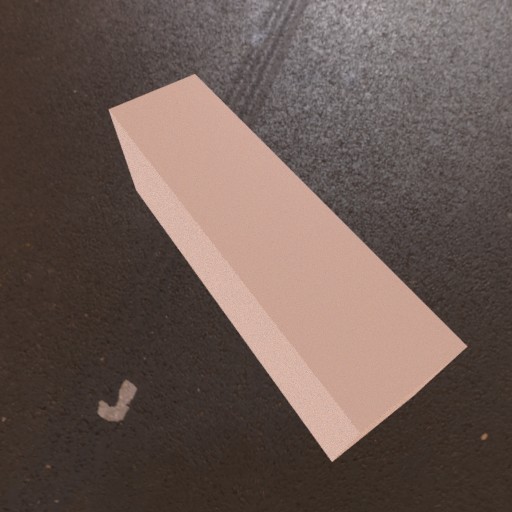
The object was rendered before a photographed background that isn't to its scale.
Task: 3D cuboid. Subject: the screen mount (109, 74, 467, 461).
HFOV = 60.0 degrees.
[{"bbox_3d":[0.000,0.000,1.764,0.400,0.619,1.490,-30,62,-18],"label":"screen mount"}]
